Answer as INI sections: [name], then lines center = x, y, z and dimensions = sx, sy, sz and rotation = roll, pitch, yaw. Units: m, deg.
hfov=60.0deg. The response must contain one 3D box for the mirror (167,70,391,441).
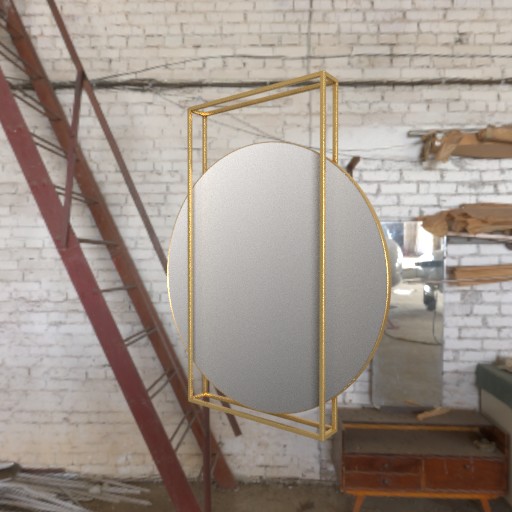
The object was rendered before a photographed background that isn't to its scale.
[mirror]
center = 0.000, 0.000, 0.835
dimensions = 0.508, 0.603, 0.051
rotation = 1, 1, 37
